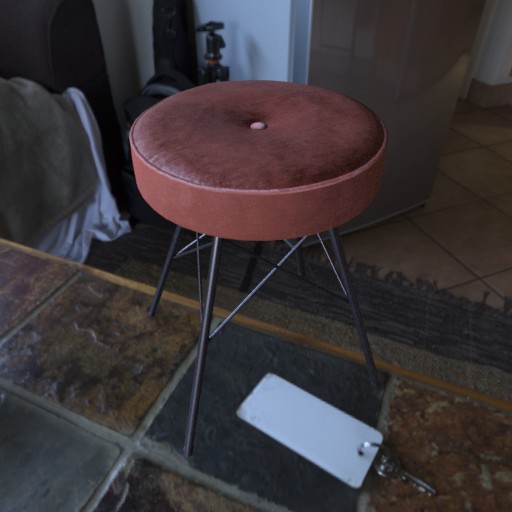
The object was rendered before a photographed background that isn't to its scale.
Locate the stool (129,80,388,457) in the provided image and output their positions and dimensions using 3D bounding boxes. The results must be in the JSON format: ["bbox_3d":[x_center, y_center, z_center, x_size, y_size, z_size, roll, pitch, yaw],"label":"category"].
[{"bbox_3d":[0.000,0.000,0.897,0.457,0.593,0.421,-14,42,-16],"label":"stool"}]
